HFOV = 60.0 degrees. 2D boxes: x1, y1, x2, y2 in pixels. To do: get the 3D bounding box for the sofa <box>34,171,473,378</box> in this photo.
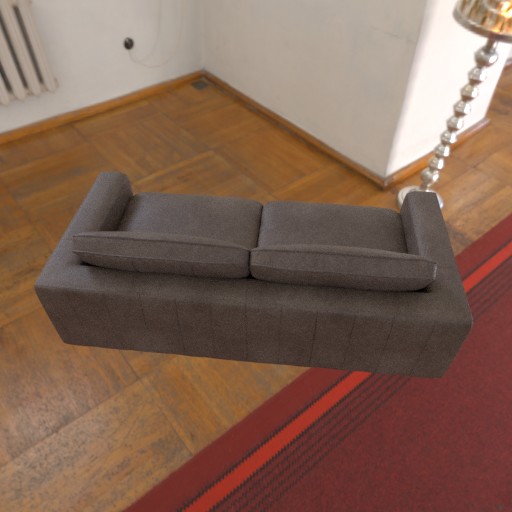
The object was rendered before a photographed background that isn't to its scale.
[{"bbox_3d":[0.000,0.000,2.712,2.262,0.801,1.070,4,46,4],"label":"sofa"}]
